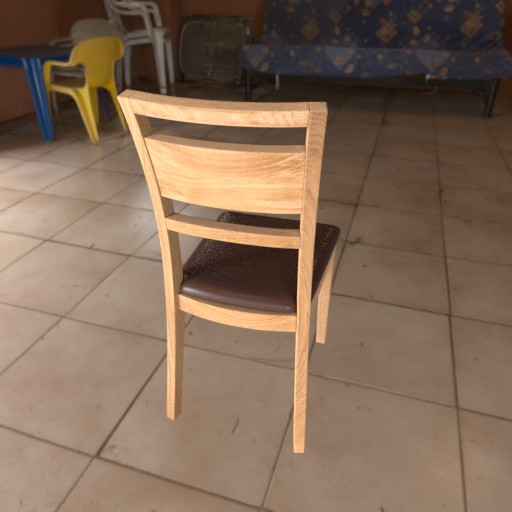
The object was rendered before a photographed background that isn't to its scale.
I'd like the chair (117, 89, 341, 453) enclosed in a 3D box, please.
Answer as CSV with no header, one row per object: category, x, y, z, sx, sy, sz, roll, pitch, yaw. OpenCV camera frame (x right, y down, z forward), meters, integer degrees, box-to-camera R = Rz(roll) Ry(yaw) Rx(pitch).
chair,0.000,0.000,1.233,0.420,0.940,0.545,9,32,14
